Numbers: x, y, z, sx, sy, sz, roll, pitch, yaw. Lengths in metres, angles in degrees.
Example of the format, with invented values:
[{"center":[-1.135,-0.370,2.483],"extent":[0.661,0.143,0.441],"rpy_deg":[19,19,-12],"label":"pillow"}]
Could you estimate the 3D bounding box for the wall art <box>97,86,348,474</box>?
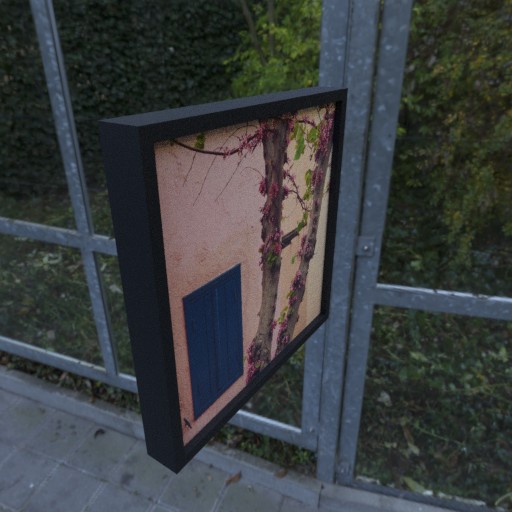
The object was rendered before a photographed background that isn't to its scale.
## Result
[{"center":[0.000,0.000,0.454],"extent":[0.038,0.304,0.305],"rpy_deg":[17,30,31],"label":"wall art"}]
